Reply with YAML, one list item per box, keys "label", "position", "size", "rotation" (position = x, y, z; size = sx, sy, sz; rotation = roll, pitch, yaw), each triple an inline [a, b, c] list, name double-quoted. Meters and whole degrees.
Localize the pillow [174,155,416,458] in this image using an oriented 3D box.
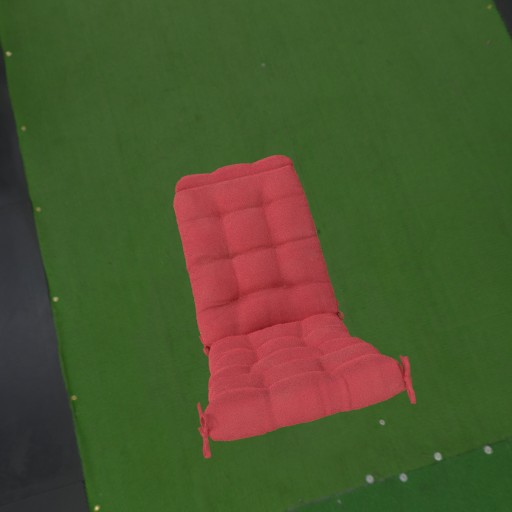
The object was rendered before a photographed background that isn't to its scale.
- label: "pillow"
  position: [0.000, 0.000, 1.489]
  size: [0.526, 0.863, 1.016]
  rotation: [-14, 78, -3]
